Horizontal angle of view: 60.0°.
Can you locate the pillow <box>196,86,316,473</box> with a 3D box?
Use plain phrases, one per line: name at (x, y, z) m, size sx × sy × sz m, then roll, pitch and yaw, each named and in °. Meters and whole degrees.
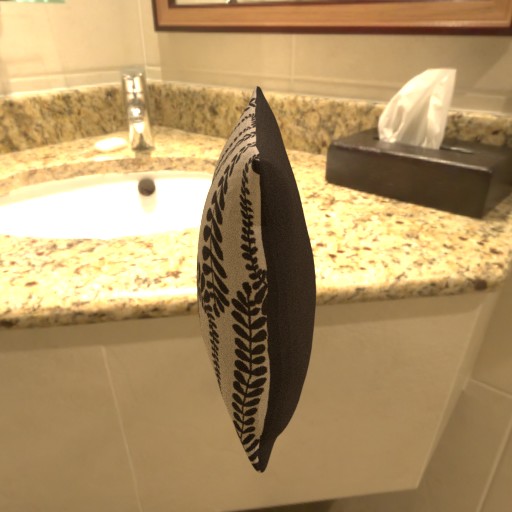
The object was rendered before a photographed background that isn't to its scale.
pillow at (0.000, 0.000, 0.681) m, size 0.182 × 0.441 × 0.440 m, roll 0°, pitch 28°, yaw 0°
